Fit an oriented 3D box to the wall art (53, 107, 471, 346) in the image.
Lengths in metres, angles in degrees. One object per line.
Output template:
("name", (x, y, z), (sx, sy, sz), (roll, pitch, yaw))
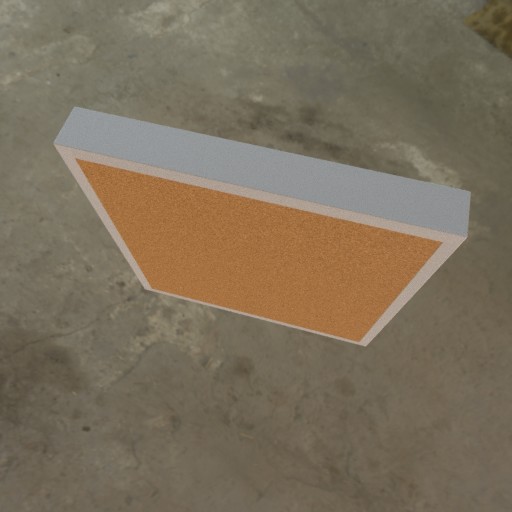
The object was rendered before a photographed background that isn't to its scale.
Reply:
("wall art", (0.000, 0.000, 0.460), (0.305, 0.305, 0.038), (14, 66, 6))
